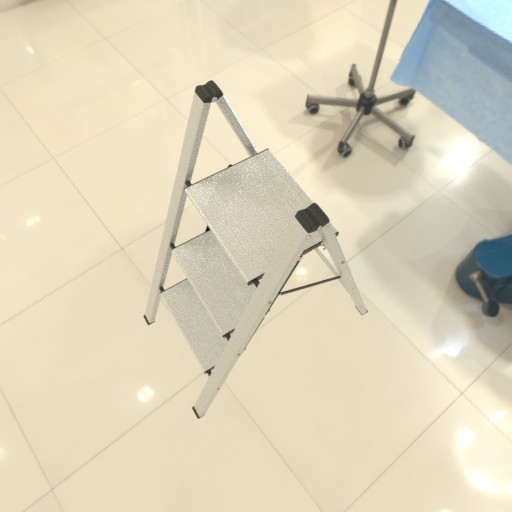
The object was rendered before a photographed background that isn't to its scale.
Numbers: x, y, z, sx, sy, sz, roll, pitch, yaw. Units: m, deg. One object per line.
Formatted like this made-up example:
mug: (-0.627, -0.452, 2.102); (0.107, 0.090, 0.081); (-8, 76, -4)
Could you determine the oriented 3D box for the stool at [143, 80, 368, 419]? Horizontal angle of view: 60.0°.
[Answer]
stool: (0.000, 0.000, 1.277); (0.730, 0.902, 0.441); (-29, 65, -15)
